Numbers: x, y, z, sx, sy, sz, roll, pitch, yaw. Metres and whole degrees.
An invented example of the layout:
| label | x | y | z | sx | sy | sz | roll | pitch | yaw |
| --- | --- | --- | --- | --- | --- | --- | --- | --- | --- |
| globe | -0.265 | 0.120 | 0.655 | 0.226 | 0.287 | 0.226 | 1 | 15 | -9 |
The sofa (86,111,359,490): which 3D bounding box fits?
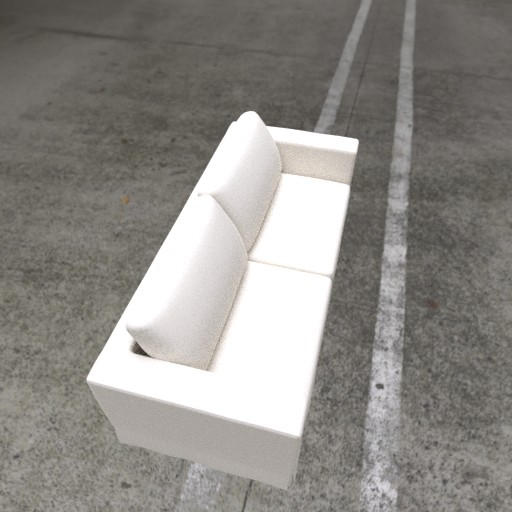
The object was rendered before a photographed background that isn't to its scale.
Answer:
| label | x | y | z | sx | sy | sz | roll | pitch | yaw |
| --- | --- | --- | --- | --- | --- | --- | --- | --- | --- |
| sofa | 0.000 | 0.000 | 2.637 | 0.954 | 0.881 | 2.163 | 11 | 48 | 10 |
